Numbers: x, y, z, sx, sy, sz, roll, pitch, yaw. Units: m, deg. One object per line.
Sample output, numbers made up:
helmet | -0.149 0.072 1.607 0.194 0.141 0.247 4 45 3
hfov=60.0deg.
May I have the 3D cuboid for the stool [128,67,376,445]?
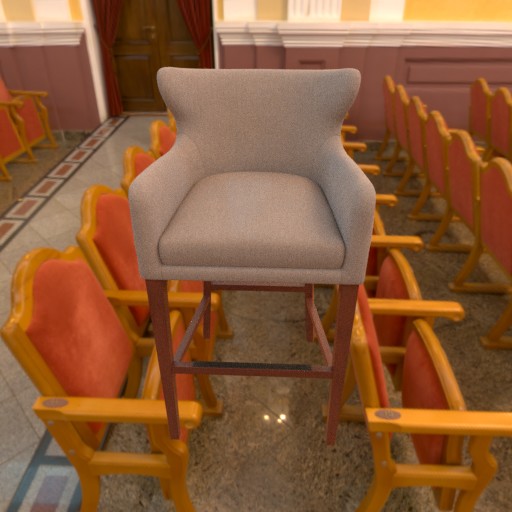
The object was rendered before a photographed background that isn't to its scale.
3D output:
stool | 0.000 0.000 1.380 0.575 1.047 0.575 1 31 2
